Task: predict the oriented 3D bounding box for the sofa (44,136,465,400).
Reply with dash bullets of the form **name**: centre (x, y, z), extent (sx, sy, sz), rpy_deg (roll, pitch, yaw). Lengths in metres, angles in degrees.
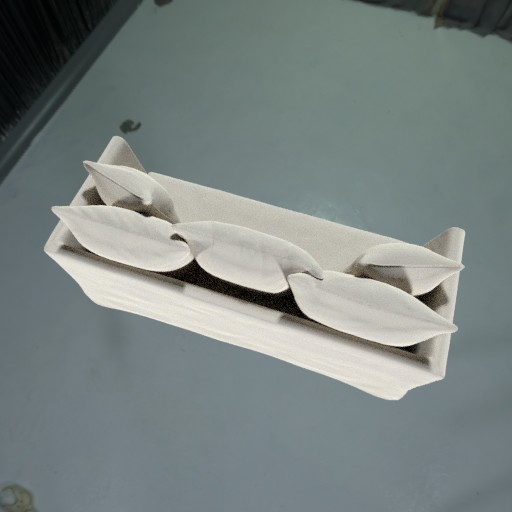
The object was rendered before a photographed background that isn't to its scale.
- **sofa**: centre (0.000, 0.000, 2.984), extent (2.499, 1.047, 1.046), rpy_deg (16, 64, 8)
